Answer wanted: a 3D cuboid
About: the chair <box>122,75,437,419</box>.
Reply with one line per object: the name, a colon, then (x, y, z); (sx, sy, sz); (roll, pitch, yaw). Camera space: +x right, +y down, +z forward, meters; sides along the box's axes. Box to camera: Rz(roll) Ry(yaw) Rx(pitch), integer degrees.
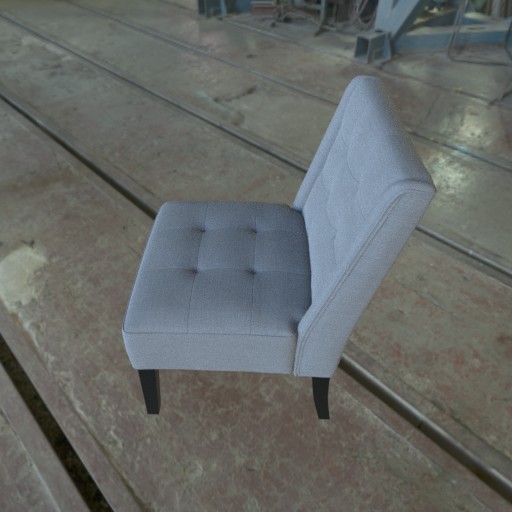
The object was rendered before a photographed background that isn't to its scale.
chair: (0.000, 0.000, 1.279); (0.676, 0.853, 0.569); (1, 42, 1)
